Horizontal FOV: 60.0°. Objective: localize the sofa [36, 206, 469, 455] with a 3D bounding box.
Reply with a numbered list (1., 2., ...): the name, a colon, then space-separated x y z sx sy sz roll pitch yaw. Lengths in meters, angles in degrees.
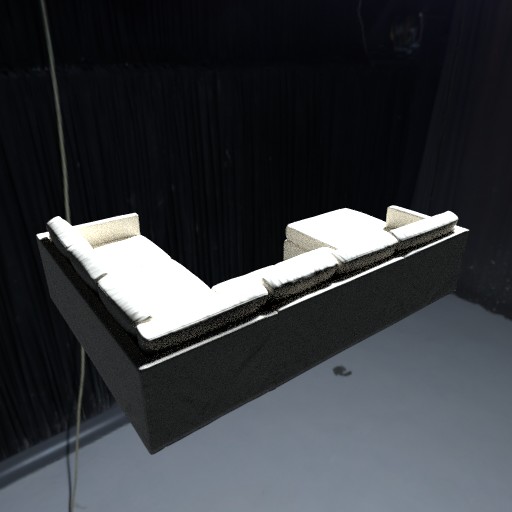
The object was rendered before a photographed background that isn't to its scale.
1. sofa: 0.000 0.000 4.391 3.464 0.882 2.448 -19 32 -33
